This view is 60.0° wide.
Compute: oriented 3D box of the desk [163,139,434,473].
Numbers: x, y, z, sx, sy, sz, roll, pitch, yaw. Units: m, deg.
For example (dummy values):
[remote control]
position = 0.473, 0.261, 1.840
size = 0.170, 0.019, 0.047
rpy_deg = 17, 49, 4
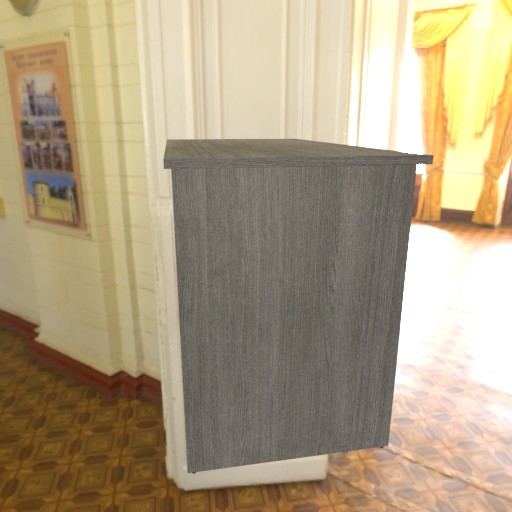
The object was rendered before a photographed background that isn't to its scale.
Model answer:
[desk]
position = 0.000, 0.000, 1.509
size = 0.560, 0.735, 1.097
rpy_deg = -3, 17, -10
